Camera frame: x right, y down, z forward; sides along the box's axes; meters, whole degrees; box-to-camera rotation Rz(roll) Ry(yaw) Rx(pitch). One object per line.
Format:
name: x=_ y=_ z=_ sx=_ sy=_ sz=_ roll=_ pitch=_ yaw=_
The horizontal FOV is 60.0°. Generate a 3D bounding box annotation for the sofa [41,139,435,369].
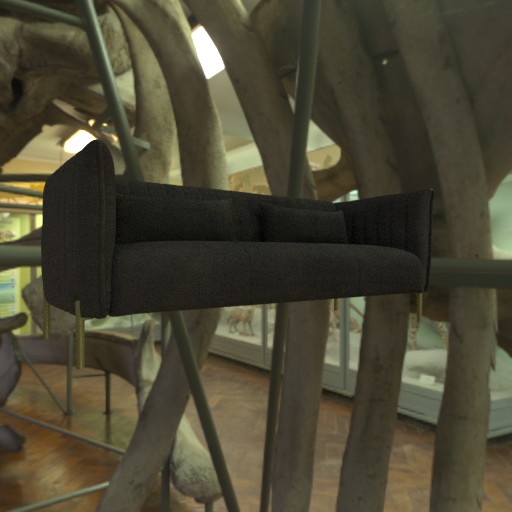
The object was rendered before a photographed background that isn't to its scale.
sofa: x=0.000 y=0.000 z=2.337 sx=1.980 sy=0.780 sz=0.876 roll=0 pitch=0 yaw=-35
